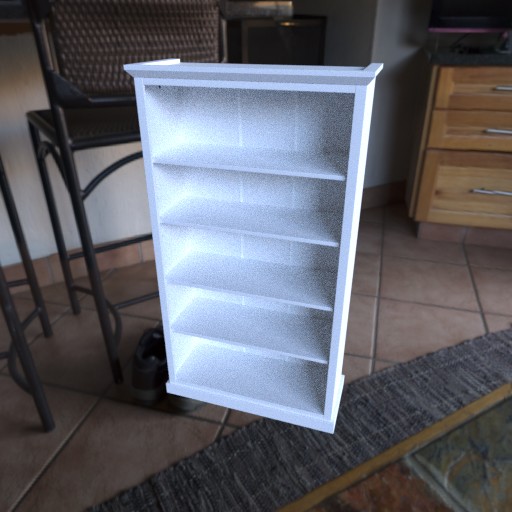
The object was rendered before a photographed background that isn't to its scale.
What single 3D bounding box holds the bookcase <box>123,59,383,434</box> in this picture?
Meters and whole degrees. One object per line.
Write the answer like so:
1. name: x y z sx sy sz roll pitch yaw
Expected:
1. bookcase: 0.000 0.000 2.360 1.050 1.880 0.432 8 29 16
